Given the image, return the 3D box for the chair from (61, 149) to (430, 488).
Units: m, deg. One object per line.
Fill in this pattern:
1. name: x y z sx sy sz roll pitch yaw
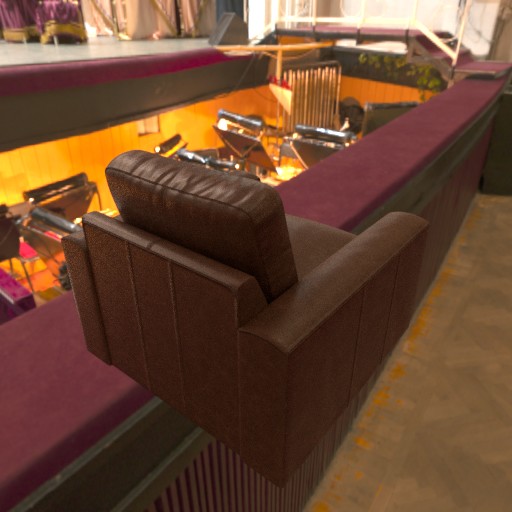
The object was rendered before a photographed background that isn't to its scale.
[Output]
1. chair: 0.000 0.000 1.724 1.005 0.873 1.016 21 36 33
